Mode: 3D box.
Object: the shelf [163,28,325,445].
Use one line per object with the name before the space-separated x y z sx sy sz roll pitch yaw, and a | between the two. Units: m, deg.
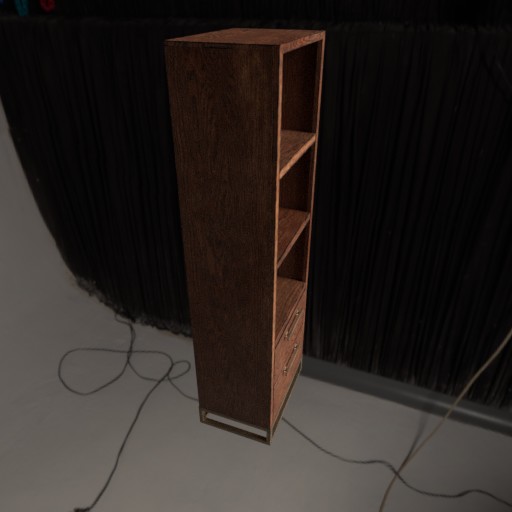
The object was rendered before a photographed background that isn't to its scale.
shelf | 0.000 0.000 1.934 0.395 1.732 0.539 11 33 18
